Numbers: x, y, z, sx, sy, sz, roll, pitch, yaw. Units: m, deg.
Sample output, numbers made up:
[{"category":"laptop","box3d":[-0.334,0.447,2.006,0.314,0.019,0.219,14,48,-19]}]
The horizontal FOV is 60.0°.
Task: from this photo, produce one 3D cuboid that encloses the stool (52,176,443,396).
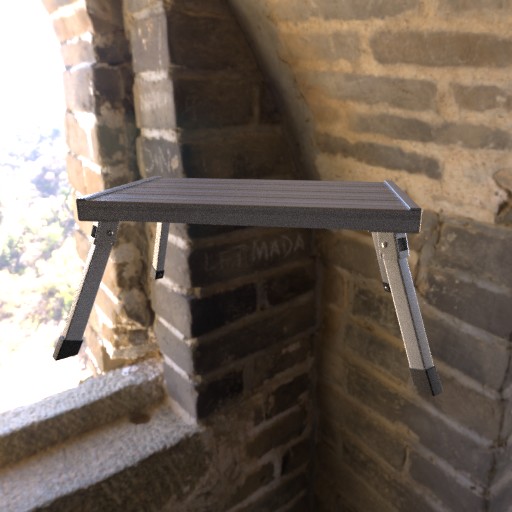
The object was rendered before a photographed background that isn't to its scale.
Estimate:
[{"category":"stool","box3d":[0.000,0.000,0.736,0.535,0.225,0.385,3,17,9]}]
